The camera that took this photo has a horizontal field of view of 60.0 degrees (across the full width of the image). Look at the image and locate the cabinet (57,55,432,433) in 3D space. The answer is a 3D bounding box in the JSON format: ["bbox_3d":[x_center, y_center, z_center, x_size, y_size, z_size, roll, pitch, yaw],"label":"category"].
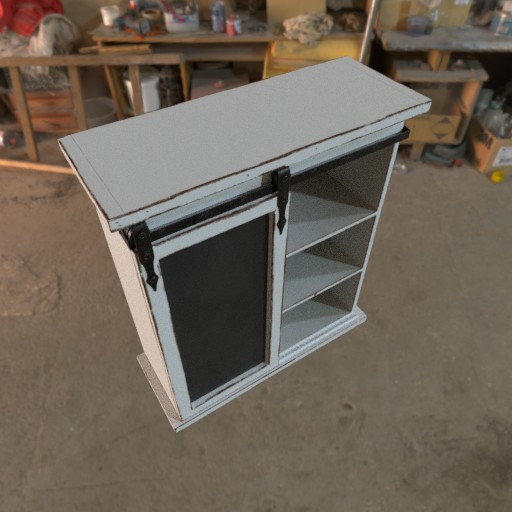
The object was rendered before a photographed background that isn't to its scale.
[{"bbox_3d":[0.000,0.000,0.889,0.541,0.603,0.210,-25,51,-22],"label":"cabinet"}]
